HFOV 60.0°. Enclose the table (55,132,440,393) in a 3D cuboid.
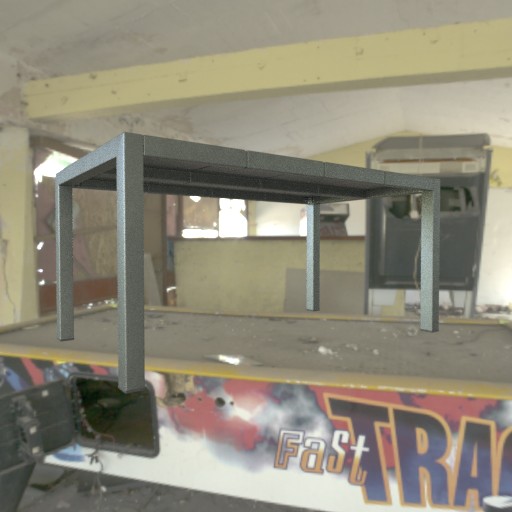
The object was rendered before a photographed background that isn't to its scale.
[{"bbox_3d":[0.000,0.000,1.282,0.965,0.460,0.559,-1,2,-36],"label":"table"}]
